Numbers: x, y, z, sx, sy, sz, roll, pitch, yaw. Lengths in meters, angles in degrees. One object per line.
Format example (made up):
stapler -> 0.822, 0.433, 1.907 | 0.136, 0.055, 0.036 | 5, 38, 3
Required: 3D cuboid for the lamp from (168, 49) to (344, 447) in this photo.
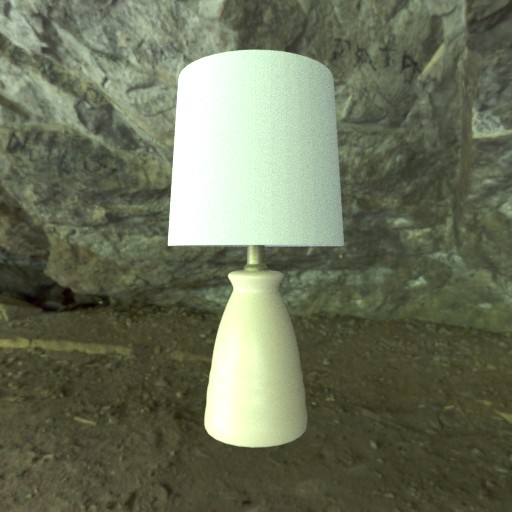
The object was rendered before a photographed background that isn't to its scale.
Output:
lamp -> 0.000, 0.000, 0.478 | 0.186, 0.369, 0.186 | 0, 1, 0
